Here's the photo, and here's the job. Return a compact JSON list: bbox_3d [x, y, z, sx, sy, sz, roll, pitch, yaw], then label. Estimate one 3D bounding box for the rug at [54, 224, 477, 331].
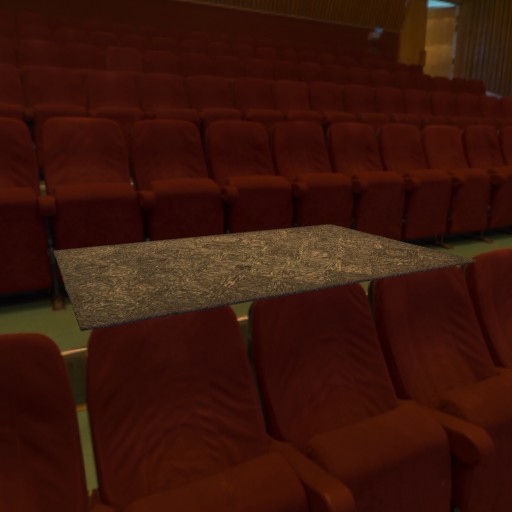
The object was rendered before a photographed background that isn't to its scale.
[{"bbox_3d":[0.000,0.000,2.175,1.754,0.010,1.139,-7,15,-27],"label":"rug"}]
